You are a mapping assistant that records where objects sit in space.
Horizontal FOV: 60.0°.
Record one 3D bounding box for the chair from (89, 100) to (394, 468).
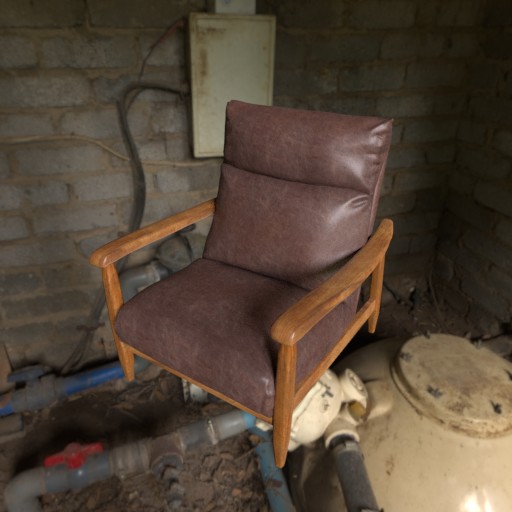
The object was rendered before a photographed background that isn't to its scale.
[{"bbox_3d":[0.000,0.000,1.521,0.782,0.897,0.830,17,33,29],"label":"chair"}]
